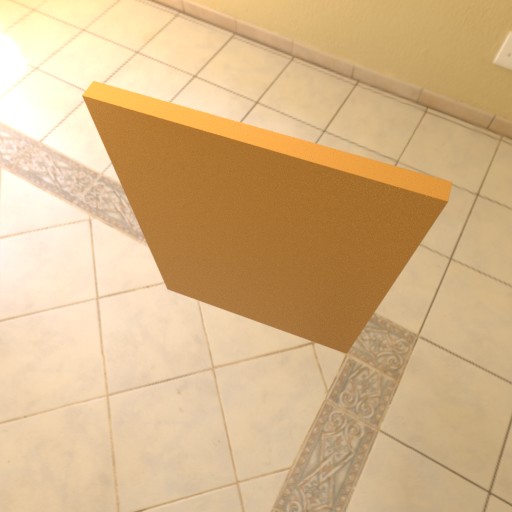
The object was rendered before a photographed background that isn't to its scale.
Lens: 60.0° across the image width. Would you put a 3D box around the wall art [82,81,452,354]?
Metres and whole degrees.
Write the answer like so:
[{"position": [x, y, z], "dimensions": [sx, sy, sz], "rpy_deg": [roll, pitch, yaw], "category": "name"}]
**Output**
[{"position": [0.000, 0.000, 1.059], "dimensions": [0.610, 0.812, 0.038], "rpy_deg": [18, 64, 9], "category": "wall art"}]
